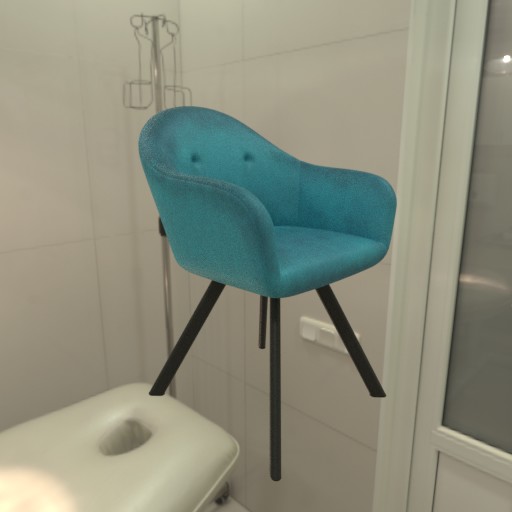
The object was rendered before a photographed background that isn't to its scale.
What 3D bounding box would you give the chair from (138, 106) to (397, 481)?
[{"bbox_3d":[0.000,0.000,1.170,0.570,0.780,0.540,13,19,43],"label":"chair"}]
